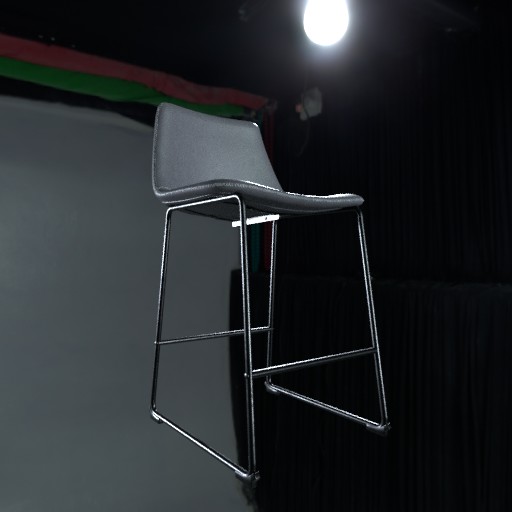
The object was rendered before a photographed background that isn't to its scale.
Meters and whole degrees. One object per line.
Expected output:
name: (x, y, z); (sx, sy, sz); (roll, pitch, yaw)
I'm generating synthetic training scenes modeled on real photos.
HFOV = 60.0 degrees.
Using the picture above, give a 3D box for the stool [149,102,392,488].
stool: (0.000, 0.000, 1.167); (0.470, 0.876, 0.546); (0, 0, -37)
